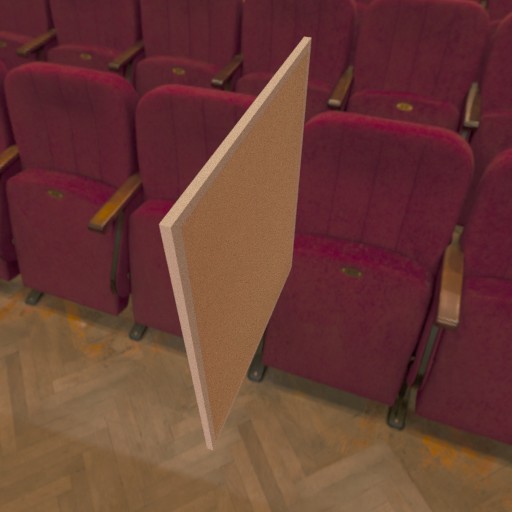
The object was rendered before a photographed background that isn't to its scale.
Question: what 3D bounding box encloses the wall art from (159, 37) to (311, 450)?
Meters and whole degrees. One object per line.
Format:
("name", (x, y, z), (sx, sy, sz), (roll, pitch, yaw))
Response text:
("wall art", (0.000, 0.000, 0.766), (0.012, 0.557, 0.482), (15, 48, 14))
